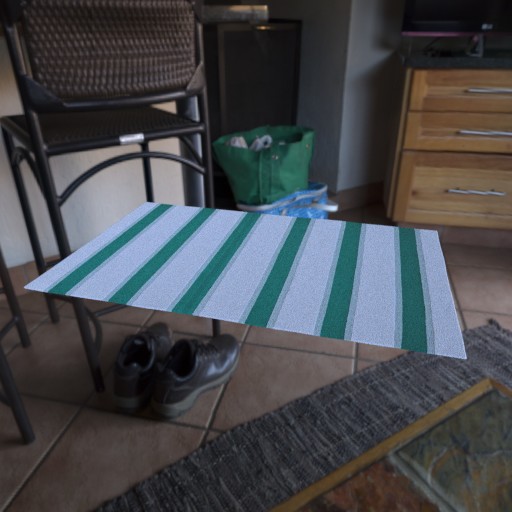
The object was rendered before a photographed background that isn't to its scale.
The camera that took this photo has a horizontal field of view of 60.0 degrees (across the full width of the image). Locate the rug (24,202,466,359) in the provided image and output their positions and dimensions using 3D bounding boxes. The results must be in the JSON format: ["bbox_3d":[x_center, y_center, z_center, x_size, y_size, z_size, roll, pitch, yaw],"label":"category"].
[{"bbox_3d":[0.000,0.000,2.986,2.436,0.015,1.521,7,28,13],"label":"rug"}]
